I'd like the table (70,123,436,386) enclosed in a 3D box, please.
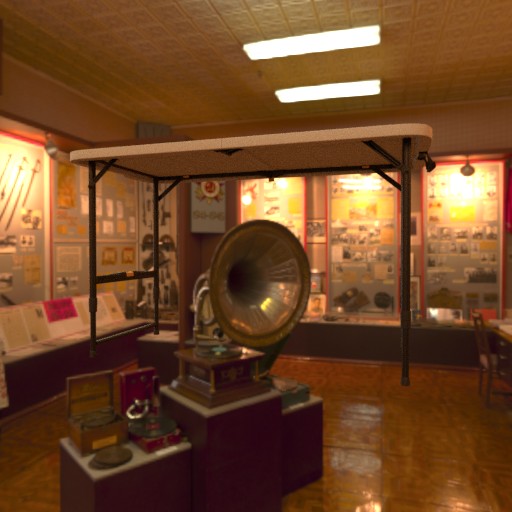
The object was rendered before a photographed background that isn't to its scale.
[{"bbox_3d":[0.000,0.000,1.655,1.245,0.737,0.611,0,1,18],"label":"table"}]
